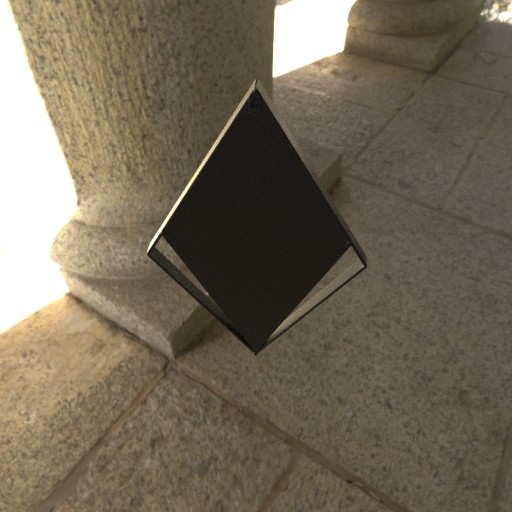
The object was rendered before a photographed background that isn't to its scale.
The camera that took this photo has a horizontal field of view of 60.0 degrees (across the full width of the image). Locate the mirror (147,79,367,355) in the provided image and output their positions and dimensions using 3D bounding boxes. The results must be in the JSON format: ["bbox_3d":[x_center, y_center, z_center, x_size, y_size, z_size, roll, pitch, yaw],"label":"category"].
[{"bbox_3d":[0.000,0.000,0.847,0.419,0.679,0.032,3,47,3],"label":"mirror"}]
